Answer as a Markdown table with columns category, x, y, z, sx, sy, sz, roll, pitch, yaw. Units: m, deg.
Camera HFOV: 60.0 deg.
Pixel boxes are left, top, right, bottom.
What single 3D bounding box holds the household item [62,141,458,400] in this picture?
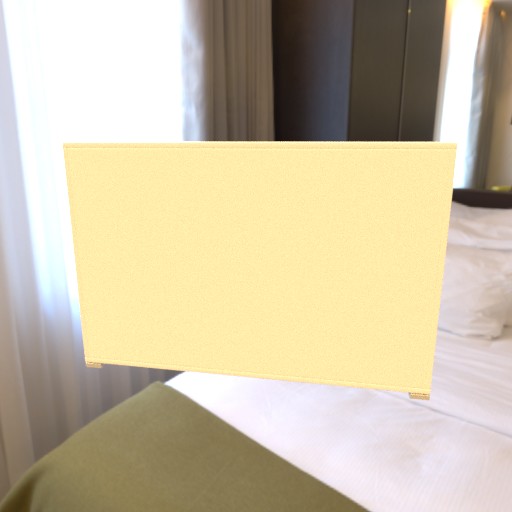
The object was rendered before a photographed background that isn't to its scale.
| category | x | y | z | sx | sy | sz | roll | pitch | yaw |
| --- | --- | --- | --- | --- | --- | --- | --- | --- | --- |
| household item | 0.000 | 0.000 | 1.741 | 1.300 | 0.867 | 0.420 | 3 | 15 | 10 |
